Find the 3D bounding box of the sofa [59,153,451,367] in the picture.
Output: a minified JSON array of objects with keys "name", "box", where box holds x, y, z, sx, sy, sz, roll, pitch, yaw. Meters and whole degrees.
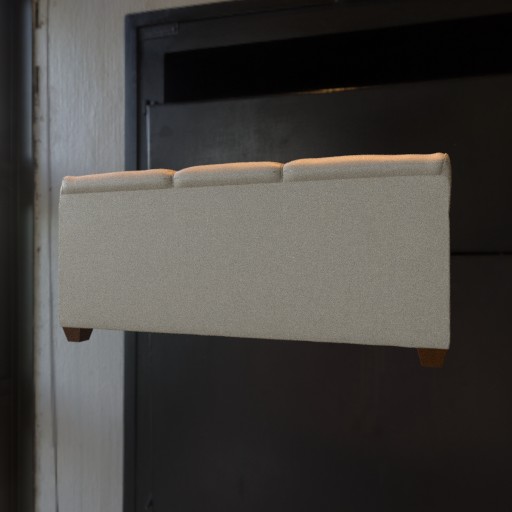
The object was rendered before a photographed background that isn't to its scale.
[{"name":"sofa","box":[0.000,0.000,2.608,2.024,0.958,0.997,0,0,18]}]
